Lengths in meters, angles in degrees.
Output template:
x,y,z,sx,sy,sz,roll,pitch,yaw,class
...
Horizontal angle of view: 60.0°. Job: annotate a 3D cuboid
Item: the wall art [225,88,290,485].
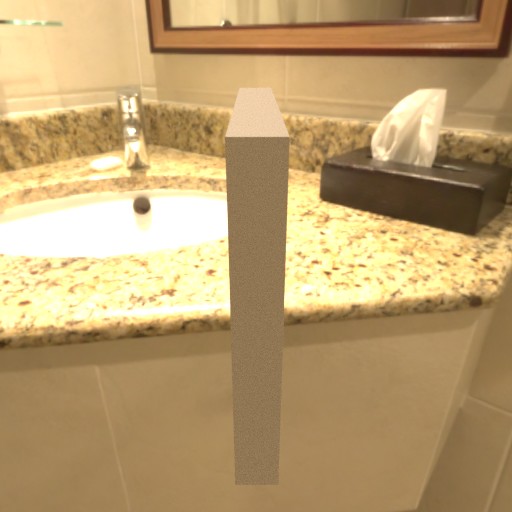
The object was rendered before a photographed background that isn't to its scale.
x,y,z,sx,sy,sz,roll,pitch,yaw,class
0.000,0.000,0.465,0.038,0.304,0.305,0,26,0,wall art
